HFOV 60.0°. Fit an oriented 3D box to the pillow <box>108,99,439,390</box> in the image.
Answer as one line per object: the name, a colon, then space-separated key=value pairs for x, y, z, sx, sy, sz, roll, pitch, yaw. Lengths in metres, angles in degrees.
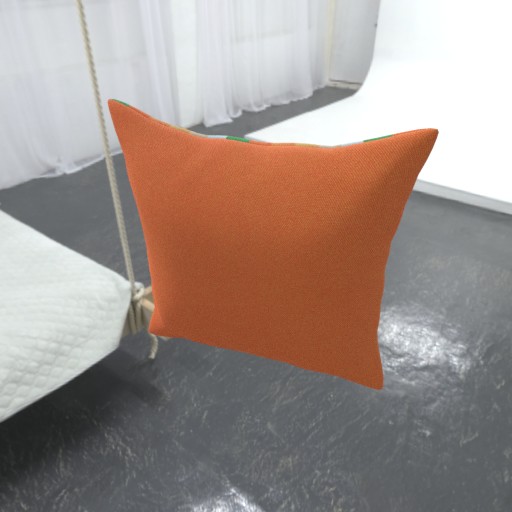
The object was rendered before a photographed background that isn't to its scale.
pillow: x=0.000 y=0.000 z=0.696 sx=0.453 sy=0.444 sz=0.169 roll=10 pitch=33 yaw=16
